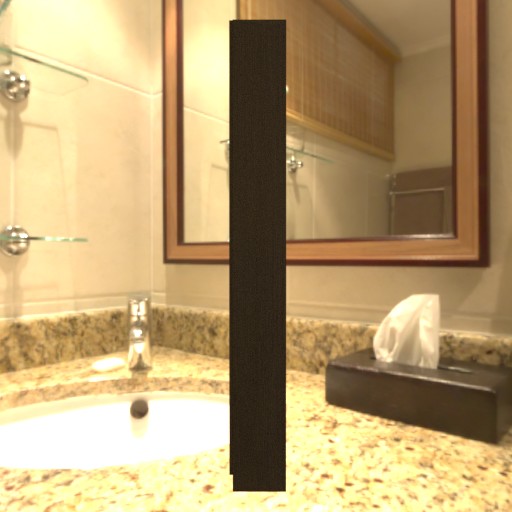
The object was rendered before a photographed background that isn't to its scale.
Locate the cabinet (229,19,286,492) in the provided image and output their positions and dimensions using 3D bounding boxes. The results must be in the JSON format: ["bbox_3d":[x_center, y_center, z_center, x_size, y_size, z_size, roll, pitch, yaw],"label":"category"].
[{"bbox_3d":[0.000,0.000,1.930,0.230,1.790,0.500,0,0,0],"label":"cabinet"}]
